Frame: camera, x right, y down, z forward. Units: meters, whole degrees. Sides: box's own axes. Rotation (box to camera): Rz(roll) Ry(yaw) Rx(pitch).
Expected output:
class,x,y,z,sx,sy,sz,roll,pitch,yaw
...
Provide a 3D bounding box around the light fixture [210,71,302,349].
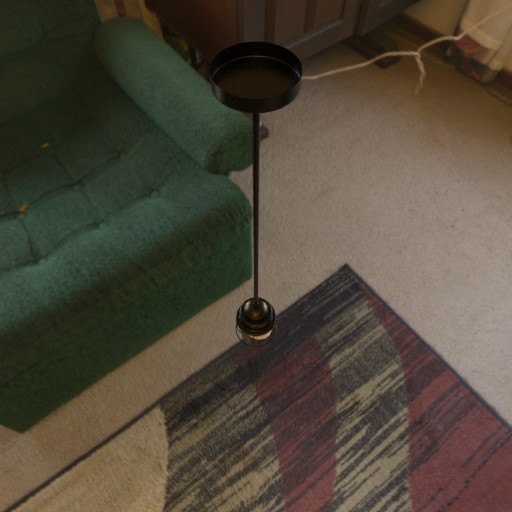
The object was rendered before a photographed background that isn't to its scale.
class,x,y,z,sx,sy,sz,roll,pitch,yaw
light fixture,0.000,0.000,0.974,0.123,0.920,0.123,30,62,18
